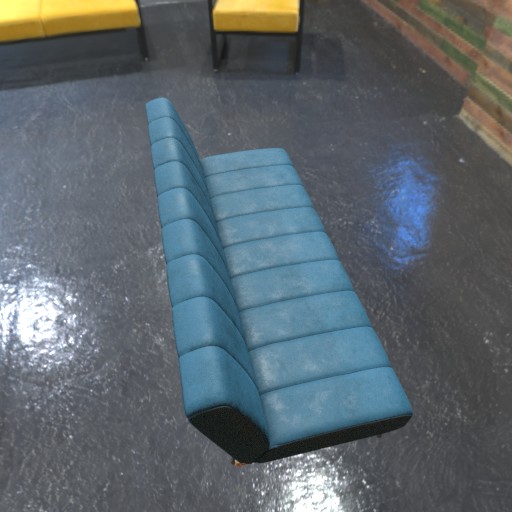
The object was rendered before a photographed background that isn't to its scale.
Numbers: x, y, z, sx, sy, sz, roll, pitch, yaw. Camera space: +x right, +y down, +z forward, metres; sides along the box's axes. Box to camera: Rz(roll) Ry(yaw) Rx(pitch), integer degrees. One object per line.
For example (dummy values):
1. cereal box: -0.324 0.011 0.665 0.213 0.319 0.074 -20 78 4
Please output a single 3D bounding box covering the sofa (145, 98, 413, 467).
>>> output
1. sofa: 0.000 0.000 2.171 0.830 0.825 1.810 -10 48 -9
